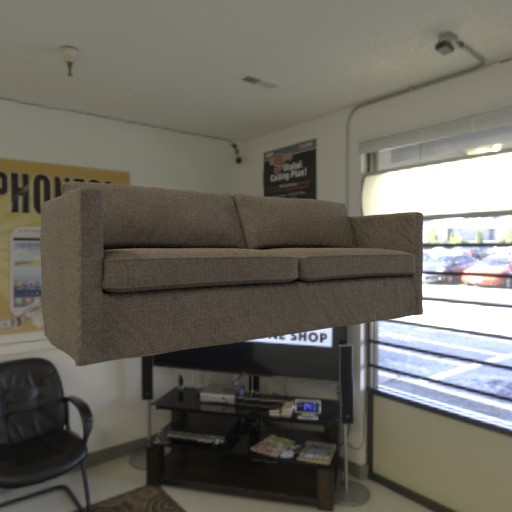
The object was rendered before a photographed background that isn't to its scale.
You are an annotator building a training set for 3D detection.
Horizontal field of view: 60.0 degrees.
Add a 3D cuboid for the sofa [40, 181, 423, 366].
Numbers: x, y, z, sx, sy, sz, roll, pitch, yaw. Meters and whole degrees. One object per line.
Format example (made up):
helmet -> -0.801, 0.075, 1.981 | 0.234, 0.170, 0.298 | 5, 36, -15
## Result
sofa -> 0.000, 0.000, 3.282 | 2.779, 0.998, 1.036 | -1, 1, -36
